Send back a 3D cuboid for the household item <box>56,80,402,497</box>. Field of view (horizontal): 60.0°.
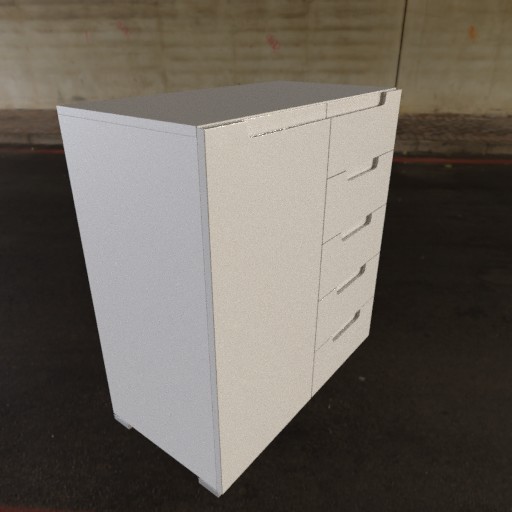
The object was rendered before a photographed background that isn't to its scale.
[{"bbox_3d":[0.000,0.000,1.270,0.420,0.870,0.800,19,32,33],"label":"household item"}]
